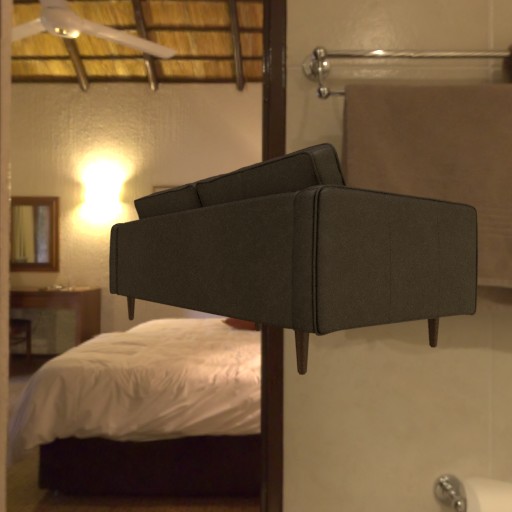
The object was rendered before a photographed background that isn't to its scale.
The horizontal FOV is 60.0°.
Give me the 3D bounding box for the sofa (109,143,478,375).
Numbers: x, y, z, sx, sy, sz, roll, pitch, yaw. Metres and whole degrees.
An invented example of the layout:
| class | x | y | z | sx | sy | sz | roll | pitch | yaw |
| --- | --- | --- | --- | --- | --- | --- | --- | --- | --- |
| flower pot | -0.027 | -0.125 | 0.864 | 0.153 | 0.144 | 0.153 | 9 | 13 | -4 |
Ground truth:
| class | x | y | z | sx | sy | sz | roll | pitch | yaw |
| --- | --- | --- | --- | --- | --- | --- | --- | --- | --- |
| sofa | 0.000 | 0.000 | 2.272 | 0.921 | 0.770 | 1.879 | 0 | 0 | -36 |
